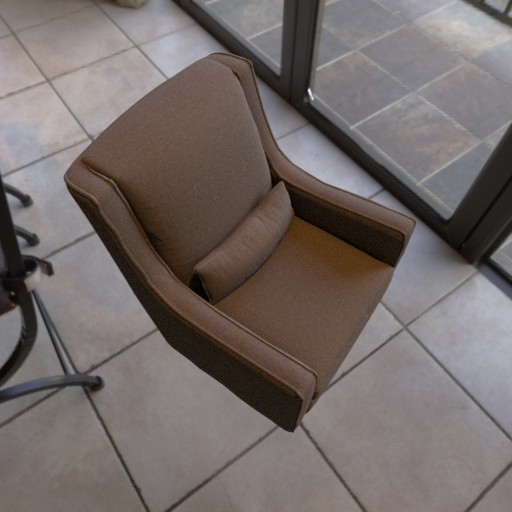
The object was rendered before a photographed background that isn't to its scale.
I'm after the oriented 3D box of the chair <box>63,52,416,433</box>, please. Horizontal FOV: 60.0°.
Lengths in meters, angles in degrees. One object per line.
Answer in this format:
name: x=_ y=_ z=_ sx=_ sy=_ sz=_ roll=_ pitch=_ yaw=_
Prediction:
chair: x=0.000 y=0.000 z=1.575 sx=0.879 sy=0.993 sz=0.732 roll=32 pitch=64 yaw=17
